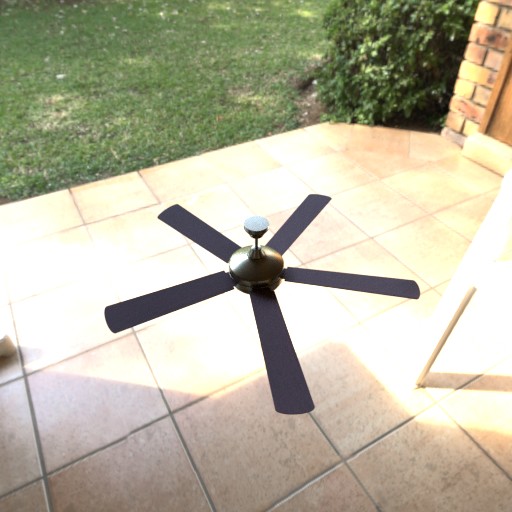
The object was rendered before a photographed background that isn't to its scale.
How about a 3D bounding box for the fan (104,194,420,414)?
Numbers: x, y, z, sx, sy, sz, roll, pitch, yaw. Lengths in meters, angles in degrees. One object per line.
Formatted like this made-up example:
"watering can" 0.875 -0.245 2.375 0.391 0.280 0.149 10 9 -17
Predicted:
"fan" 0.000 0.000 1.927 1.321 0.356 1.321 -25 47 -26
